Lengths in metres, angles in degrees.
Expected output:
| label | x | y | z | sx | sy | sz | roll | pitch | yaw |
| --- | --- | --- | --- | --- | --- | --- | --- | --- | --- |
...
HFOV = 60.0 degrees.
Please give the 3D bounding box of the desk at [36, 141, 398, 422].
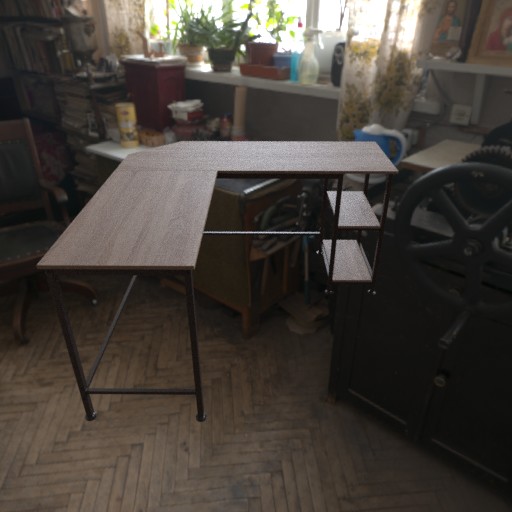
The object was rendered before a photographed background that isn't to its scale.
| label | x | y | z | sx | sy | sz | roll | pitch | yaw |
| --- | --- | --- | --- | --- | --- | --- | --- | --- | --- |
| desk | 0.000 | 0.000 | 2.180 | 1.379 | 0.739 | 1.379 | 0 | 31 | 0 |
